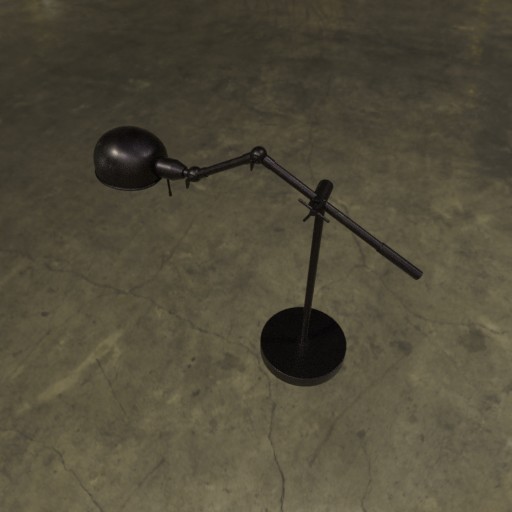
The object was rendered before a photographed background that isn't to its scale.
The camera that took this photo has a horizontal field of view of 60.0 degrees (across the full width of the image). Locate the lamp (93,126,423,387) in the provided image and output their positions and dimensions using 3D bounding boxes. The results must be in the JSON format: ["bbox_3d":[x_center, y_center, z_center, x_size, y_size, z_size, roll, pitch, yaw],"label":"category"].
[{"bbox_3d":[0.000,0.000,0.829,0.567,0.495,0.185,16,47,15],"label":"lamp"}]
